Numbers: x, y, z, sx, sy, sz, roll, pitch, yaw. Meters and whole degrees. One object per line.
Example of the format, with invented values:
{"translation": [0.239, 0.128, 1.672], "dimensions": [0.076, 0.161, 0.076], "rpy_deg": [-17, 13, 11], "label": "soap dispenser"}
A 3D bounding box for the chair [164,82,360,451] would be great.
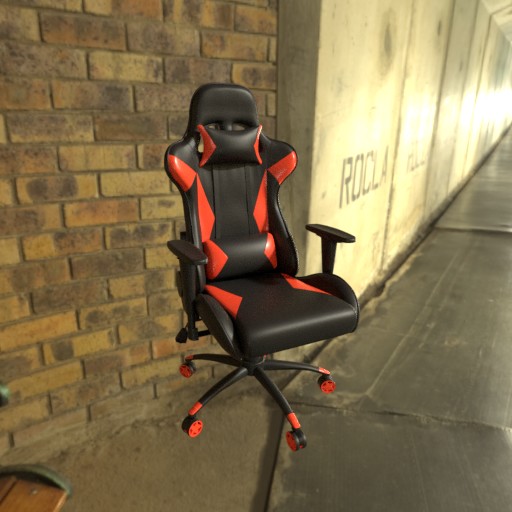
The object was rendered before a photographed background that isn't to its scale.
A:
{"translation": [0.000, 0.000, 1.701], "dimensions": [0.695, 1.282, 0.730], "rpy_deg": [-8, 18, -26], "label": "chair"}
